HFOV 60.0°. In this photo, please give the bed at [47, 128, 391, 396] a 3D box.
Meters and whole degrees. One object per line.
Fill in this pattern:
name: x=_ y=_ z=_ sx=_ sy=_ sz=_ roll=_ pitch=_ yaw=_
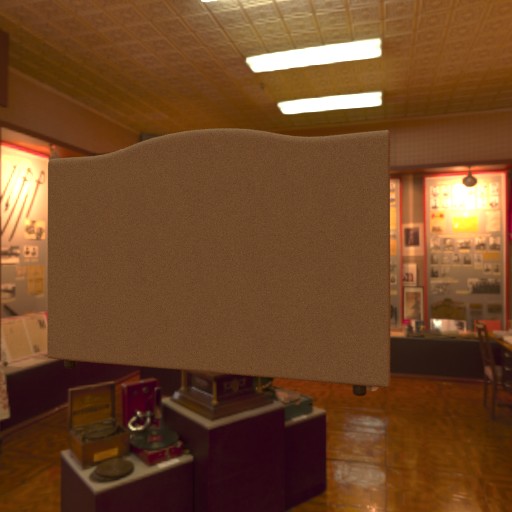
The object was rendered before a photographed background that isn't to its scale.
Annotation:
bed: x=0.000 y=0.000 z=3.508 sx=2.083 sy=1.421 sz=2.182 roll=0 pitch=0 yaw=18
